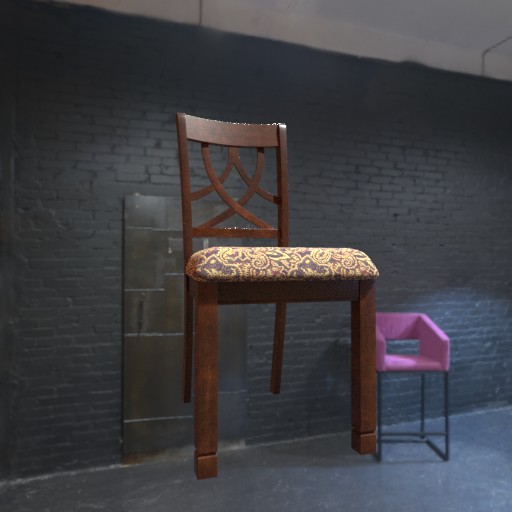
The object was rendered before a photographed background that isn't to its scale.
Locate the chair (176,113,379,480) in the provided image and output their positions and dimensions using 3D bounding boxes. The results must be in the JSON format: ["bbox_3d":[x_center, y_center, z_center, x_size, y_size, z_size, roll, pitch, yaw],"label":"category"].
[{"bbox_3d":[0.000,0.000,1.282,0.457,0.965,0.584,0,-1,-18],"label":"chair"}]
